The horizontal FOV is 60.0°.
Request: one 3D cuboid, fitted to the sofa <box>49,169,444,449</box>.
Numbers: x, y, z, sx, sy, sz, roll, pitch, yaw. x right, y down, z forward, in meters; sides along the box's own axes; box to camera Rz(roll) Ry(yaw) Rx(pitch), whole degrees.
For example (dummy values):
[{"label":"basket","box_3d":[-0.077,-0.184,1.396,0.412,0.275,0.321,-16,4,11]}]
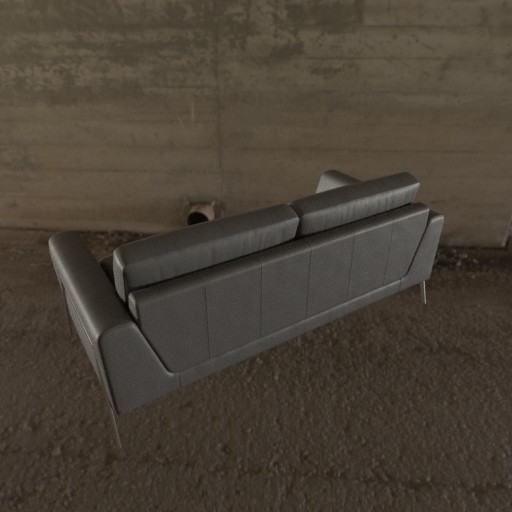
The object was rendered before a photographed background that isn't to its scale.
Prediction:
[{"label":"sofa","box_3d":[0.000,0.000,2.524,2.017,0.875,0.953,-18,34,-28]}]
